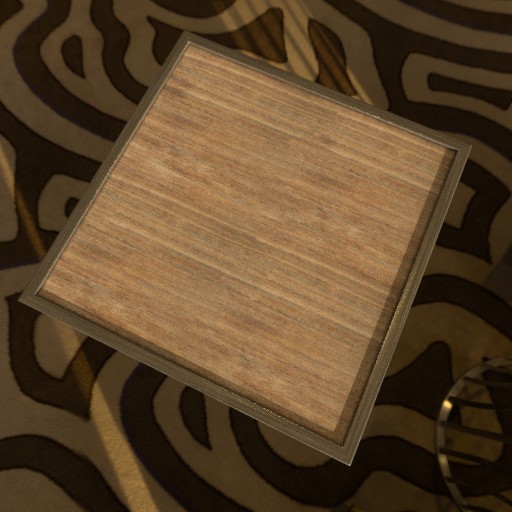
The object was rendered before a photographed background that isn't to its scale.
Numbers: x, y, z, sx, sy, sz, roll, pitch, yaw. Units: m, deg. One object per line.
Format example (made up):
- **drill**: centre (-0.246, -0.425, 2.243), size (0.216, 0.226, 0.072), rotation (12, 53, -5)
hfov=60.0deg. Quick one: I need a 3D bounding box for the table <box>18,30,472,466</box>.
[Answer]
- **table**: centre (0.000, 0.000, 1.036), size (0.609, 0.507, 0.611), rotation (24, 76, 6)
